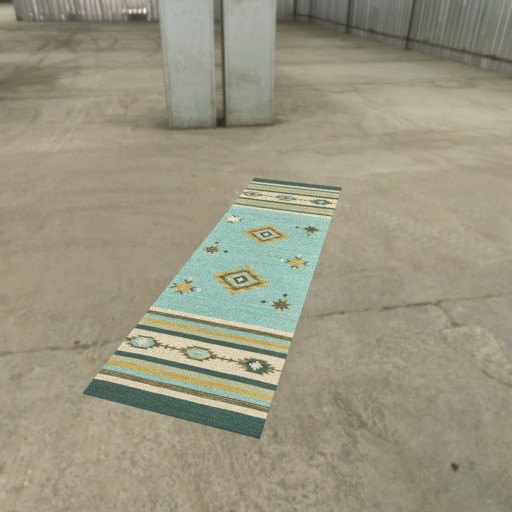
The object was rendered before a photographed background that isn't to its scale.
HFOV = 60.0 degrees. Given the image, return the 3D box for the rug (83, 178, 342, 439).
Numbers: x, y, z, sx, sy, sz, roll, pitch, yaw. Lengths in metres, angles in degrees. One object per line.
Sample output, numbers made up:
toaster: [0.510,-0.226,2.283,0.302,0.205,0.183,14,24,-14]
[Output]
rug: [0.000,0.000,2.703,0.744,0.010,2.441,9,32,14]
